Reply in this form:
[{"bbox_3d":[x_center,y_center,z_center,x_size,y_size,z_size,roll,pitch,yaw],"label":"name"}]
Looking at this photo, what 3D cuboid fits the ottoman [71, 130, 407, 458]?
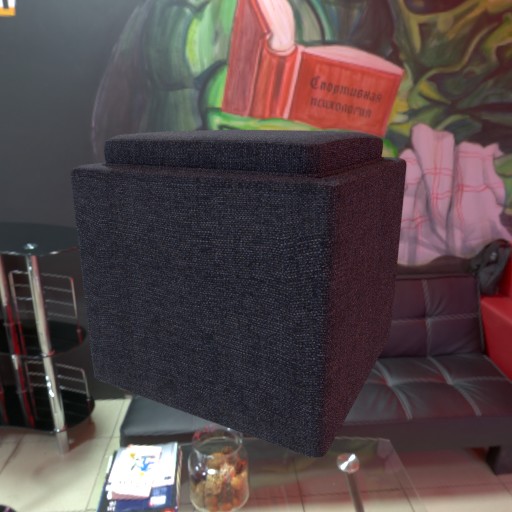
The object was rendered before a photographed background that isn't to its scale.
[{"bbox_3d":[0.000,0.000,0.841,0.450,0.460,0.450,9,19,27],"label":"ottoman"}]
